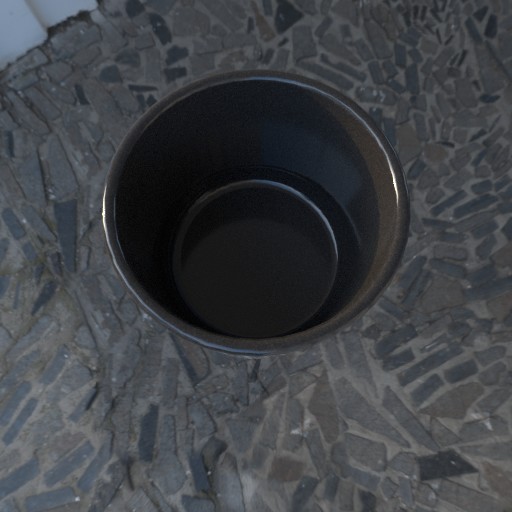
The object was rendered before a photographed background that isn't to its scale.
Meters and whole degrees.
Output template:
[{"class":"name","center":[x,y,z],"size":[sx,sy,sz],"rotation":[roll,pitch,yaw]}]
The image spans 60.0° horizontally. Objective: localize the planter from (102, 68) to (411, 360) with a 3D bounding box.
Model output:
[{"class":"planter","center":[0.000,0.000,0.405],"size":[0.196,0.264,0.196],"rotation":[-18,74,-5]}]
